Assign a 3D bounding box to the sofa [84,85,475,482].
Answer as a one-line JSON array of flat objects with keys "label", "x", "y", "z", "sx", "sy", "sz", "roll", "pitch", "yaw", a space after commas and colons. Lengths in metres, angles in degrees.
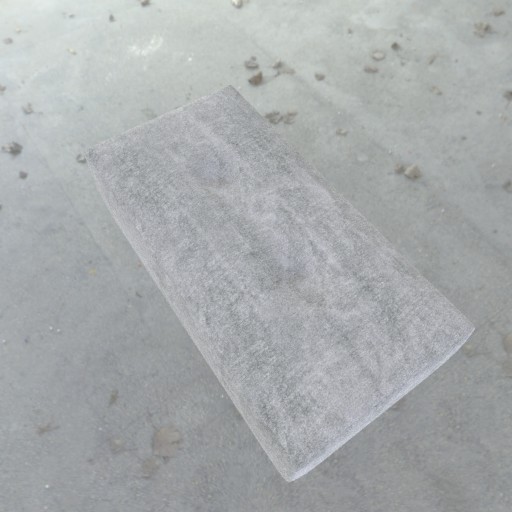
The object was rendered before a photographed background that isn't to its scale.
[{"label": "sofa", "x": 0.000, "y": 0.000, "z": 1.124, "sx": 0.480, "sy": 0.330, "sz": 0.930, "roll": -31, "pitch": 64, "yaw": -17}]
